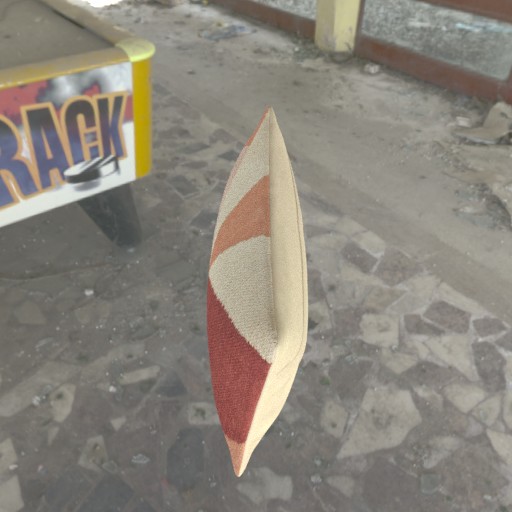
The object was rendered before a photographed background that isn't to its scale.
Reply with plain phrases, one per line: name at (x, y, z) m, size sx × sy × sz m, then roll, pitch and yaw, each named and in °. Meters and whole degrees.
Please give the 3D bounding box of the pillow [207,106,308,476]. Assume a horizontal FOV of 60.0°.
pillow at (0.000, 0.000, 0.751) m, size 0.155 × 0.292 × 0.609 m, roll 0°, pitch 41°, yaw 1°
